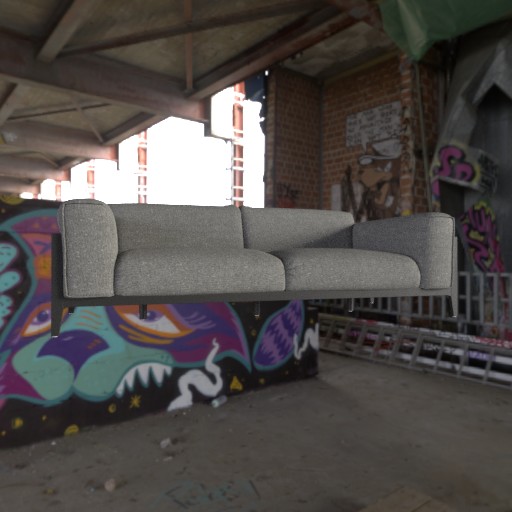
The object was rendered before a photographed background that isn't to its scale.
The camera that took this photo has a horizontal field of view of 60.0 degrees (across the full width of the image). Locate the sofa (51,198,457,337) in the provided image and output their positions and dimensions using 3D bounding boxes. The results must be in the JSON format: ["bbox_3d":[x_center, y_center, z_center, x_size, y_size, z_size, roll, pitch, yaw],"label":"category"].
[{"bbox_3d":[0.000,0.000,2.637,2.125,0.703,0.985,0,0,-18],"label":"sofa"}]
